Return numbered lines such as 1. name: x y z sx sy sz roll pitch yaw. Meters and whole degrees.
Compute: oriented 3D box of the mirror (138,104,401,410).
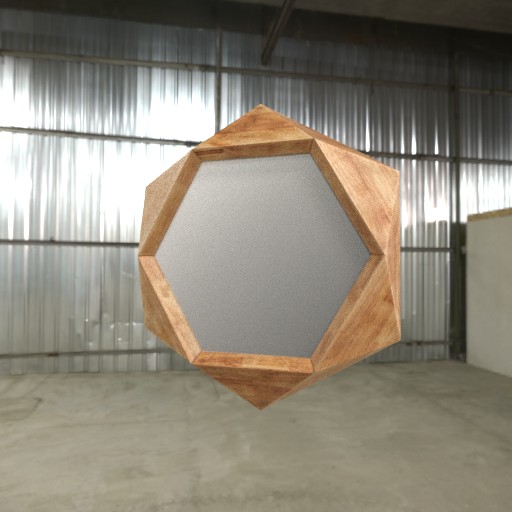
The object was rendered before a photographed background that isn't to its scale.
1. mirror: 0.000 0.000 1.091 0.675 0.779 0.091 0 -1 18
